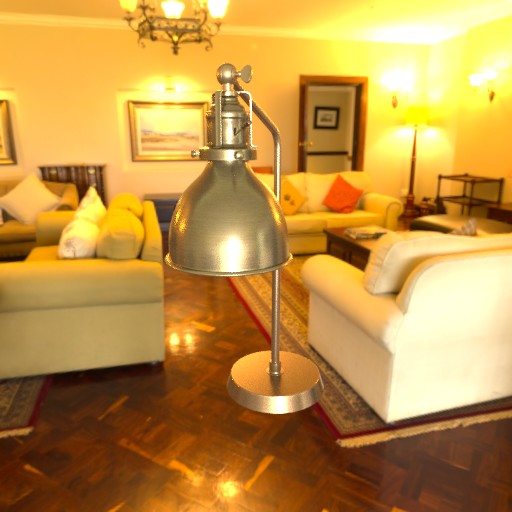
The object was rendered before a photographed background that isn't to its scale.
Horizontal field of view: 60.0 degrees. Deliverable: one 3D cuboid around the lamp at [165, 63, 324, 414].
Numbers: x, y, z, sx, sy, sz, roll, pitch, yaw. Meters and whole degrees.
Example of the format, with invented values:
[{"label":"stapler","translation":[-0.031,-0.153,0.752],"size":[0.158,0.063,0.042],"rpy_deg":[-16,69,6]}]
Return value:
[{"label":"lamp","translation":[0.000,0.000,0.587],"size":[0.153,0.456,0.286],"rpy_deg":[8,17,26]}]
